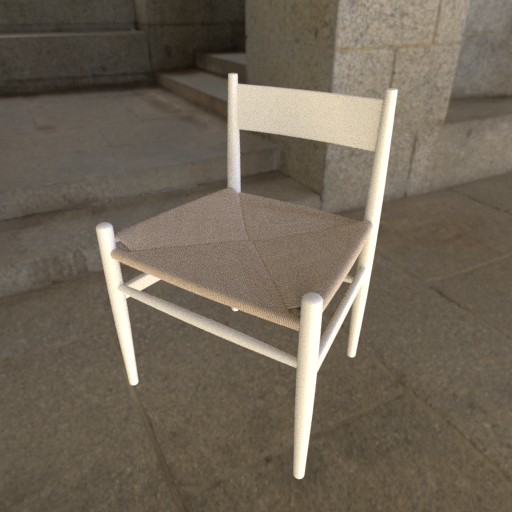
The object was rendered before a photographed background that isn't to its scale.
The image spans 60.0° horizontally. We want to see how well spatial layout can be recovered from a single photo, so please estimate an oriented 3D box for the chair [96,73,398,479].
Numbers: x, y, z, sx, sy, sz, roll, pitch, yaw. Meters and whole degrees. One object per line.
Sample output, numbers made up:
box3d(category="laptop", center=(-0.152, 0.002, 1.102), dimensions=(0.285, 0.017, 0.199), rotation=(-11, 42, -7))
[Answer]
box3d(category="chair", center=(0.000, 0.000, 1.097), dimensions=(0.556, 0.762, 0.495), rotation=(18, 35, 28))
